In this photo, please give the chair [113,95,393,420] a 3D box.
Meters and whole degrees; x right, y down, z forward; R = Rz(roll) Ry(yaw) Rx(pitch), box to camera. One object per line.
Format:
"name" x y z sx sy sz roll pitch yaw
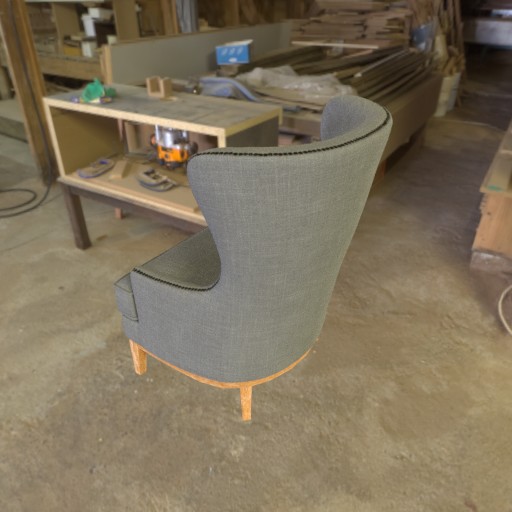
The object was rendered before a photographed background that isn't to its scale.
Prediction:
"chair" 0.000 0.000 1.816 0.883 1.176 0.864 21 38 29
